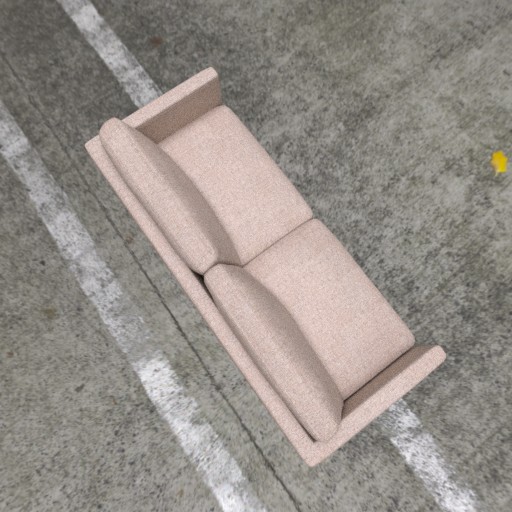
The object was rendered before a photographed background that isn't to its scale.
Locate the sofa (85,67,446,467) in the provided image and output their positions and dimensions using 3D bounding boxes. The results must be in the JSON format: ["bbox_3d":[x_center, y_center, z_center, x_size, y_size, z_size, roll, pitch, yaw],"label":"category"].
[{"bbox_3d":[0.000,0.000,2.720,0.951,0.965,2.208,-35,78,-8],"label":"sofa"}]
